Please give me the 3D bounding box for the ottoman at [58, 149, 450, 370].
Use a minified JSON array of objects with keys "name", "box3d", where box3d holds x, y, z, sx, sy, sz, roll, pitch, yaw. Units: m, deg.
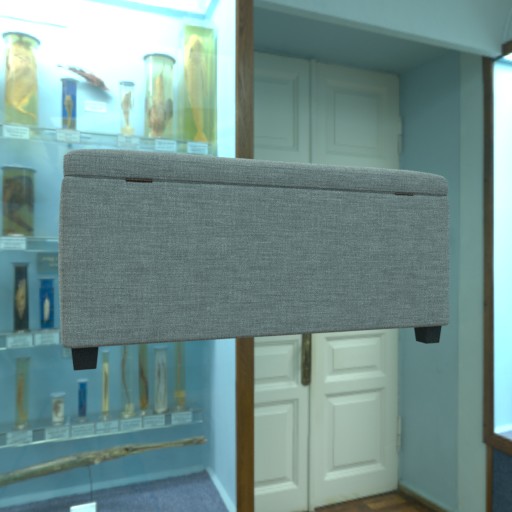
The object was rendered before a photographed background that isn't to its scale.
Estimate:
[{"name":"ottoman","box3d":[0.000,0.000,1.136,0.902,0.432,0.419,0,0,-19]}]
